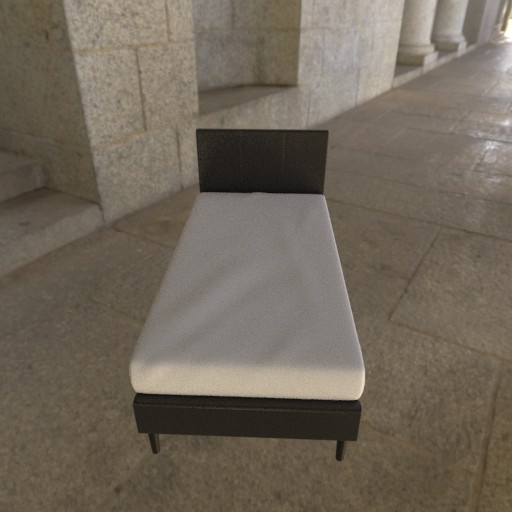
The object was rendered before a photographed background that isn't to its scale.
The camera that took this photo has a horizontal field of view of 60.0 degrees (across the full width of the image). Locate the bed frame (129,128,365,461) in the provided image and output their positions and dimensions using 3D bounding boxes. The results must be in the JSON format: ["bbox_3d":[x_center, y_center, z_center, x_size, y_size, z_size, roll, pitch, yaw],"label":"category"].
[{"bbox_3d":[0.000,0.000,2.615,1.038,1.046,2.152,1,30,2],"label":"bed frame"}]
